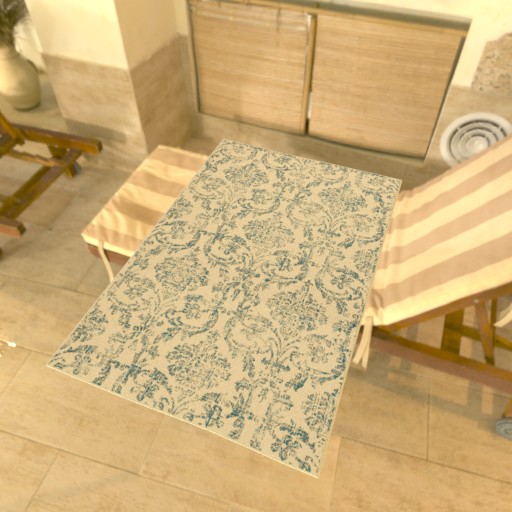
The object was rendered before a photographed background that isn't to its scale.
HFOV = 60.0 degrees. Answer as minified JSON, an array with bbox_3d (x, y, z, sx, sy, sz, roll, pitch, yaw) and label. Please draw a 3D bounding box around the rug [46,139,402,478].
[{"bbox_3d":[0.000,0.000,3.468,1.819,0.018,2.746,16,50,14],"label":"rug"}]
